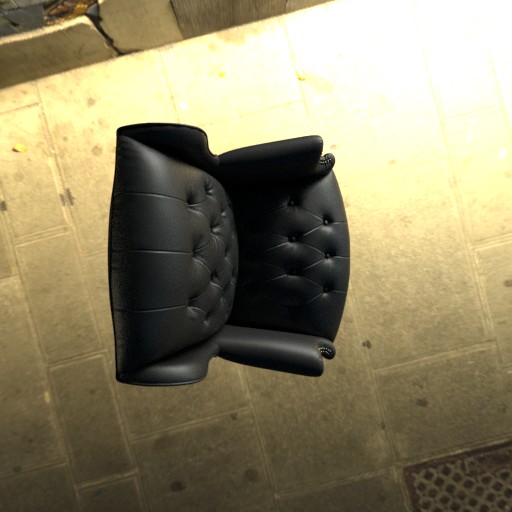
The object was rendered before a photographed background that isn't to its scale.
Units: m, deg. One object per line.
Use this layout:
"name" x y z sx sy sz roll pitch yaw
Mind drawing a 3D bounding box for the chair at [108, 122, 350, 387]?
"chair" 0.000 0.000 1.642 0.762 1.111 0.838 0 89 -1
